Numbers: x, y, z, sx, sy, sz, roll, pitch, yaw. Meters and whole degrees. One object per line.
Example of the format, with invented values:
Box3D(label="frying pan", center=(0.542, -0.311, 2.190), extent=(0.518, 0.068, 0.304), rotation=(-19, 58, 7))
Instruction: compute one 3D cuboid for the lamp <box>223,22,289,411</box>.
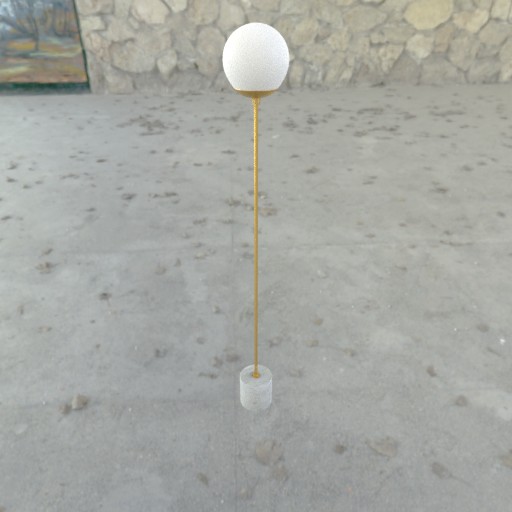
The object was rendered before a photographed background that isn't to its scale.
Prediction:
Box3D(label="lamp", center=(0.000, 0.000, 1.879), extent=(0.224, 1.753, 0.224), rotation=(-1, 31, -2))
